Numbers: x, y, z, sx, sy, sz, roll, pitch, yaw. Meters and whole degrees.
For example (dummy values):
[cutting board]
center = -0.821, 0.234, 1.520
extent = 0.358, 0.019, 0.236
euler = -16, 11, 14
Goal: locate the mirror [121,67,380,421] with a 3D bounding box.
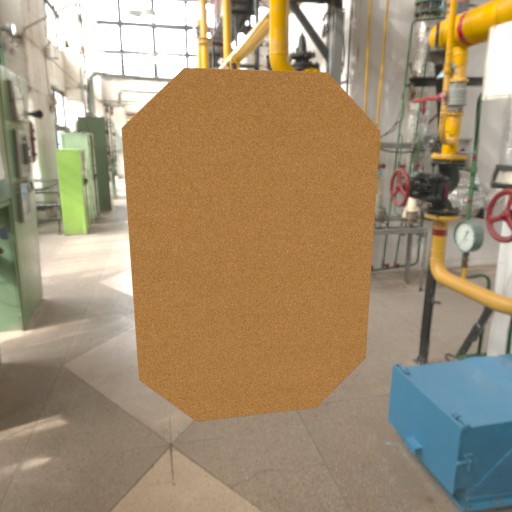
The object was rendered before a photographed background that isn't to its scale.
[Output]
[mirror]
center = 0.000, 0.000, 1.307
extent = 0.709, 1.015, 0.061
euler = -3, 14, -11
